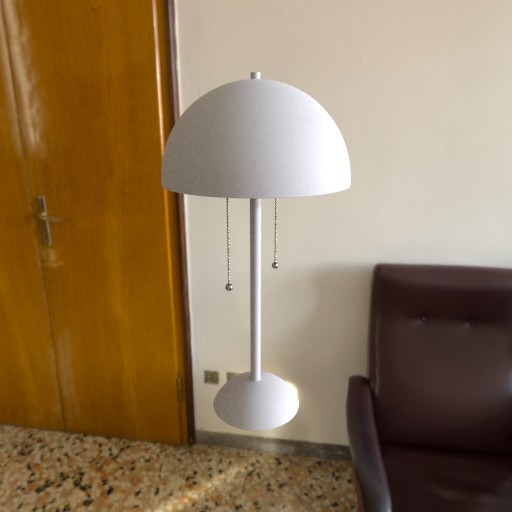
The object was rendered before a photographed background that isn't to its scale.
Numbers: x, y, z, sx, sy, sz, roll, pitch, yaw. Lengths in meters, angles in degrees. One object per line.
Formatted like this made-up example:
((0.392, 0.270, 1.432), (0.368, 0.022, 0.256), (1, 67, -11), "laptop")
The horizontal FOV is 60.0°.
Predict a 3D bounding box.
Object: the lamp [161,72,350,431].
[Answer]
((0.000, 0.000, 0.430), (0.171, 0.330, 0.171), (0, 17, 0), "lamp")
